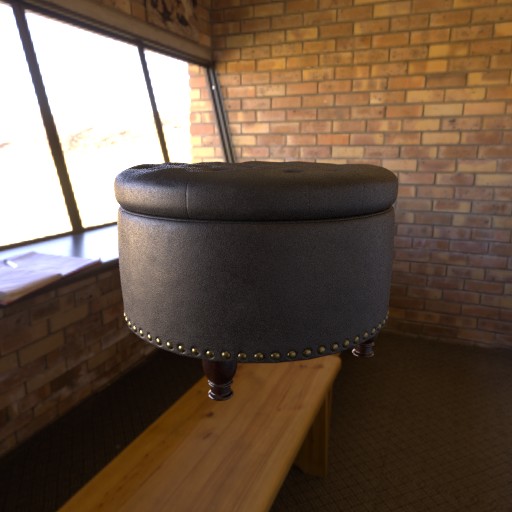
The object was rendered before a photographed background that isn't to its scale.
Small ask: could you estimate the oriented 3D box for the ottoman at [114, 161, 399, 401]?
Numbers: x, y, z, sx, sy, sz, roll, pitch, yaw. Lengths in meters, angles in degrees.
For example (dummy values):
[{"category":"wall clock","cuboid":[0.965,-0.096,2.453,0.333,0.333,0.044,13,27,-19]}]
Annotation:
[{"category":"ottoman","cuboid":[0.000,0.000,1.079,0.637,0.442,0.637,0,14,0]}]
